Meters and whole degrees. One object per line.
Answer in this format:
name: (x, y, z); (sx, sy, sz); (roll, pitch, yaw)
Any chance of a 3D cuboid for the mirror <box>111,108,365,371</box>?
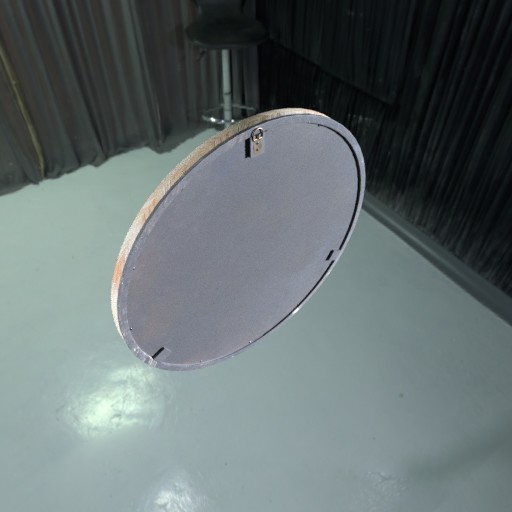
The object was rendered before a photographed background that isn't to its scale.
mirror: (0.000, 0.000, 1.067); (0.710, 0.710, 0.038); (-29, 53, -25)
